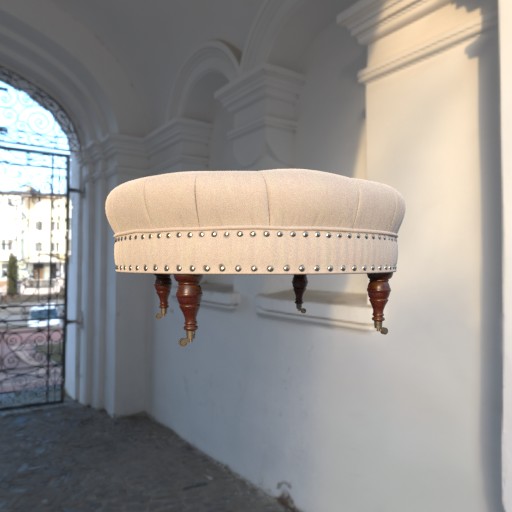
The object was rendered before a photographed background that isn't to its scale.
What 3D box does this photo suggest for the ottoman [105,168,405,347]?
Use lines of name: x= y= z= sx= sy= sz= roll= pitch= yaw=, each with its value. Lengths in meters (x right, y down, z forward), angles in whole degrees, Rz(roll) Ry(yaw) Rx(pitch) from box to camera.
ottoman: x=0.000 y=0.000 z=1.398 sx=0.901 sy=0.439 sz=0.901 roll=0 pitch=-1 yaw=0
